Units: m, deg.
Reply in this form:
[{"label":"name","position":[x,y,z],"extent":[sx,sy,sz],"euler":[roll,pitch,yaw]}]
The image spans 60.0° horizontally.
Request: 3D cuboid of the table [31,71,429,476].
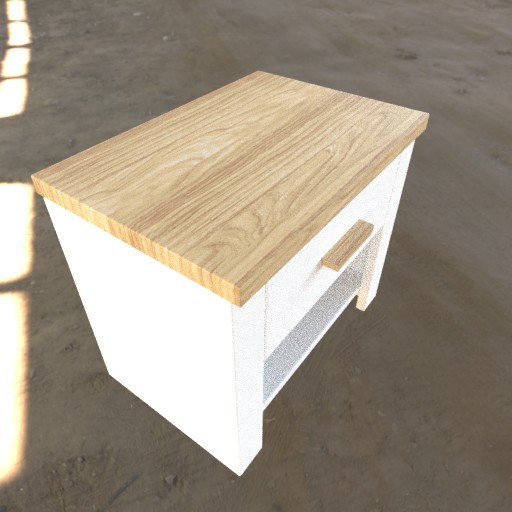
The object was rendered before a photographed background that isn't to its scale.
[{"label":"table","position":[0.000,0.000,0.789],"extent":[0.360,0.440,0.500],"euler":[26,47,27]}]
